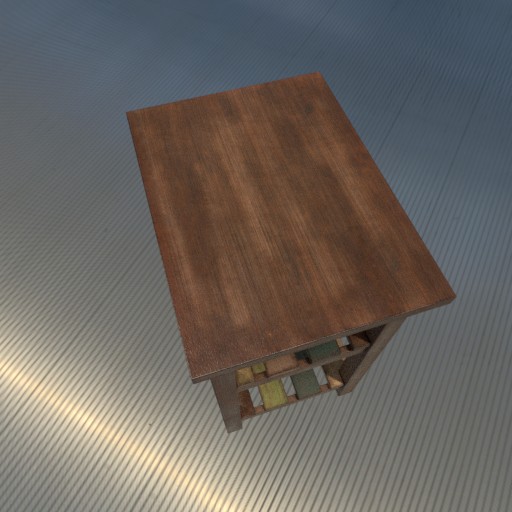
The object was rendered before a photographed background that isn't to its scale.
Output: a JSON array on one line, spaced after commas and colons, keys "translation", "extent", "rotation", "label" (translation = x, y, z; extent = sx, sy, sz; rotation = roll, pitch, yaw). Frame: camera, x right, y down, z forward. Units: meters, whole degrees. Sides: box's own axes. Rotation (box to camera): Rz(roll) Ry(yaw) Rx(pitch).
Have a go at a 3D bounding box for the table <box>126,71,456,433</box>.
[{"translation": [0.000, 0.000, 0.949], "extent": [0.356, 0.584, 0.609], "rotation": [-15, 60, -9], "label": "table"}]
